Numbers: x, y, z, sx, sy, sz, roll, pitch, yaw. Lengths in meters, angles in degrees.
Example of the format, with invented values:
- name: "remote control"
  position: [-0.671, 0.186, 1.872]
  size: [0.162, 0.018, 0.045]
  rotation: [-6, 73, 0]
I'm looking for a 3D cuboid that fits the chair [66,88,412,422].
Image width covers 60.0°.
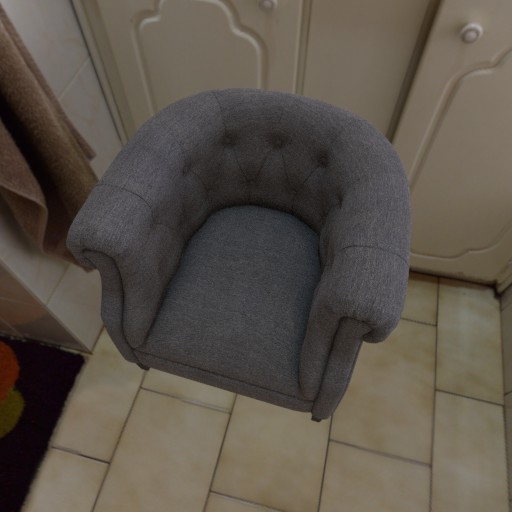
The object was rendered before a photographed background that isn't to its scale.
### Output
- name: "chair"
  position: [0.000, 0.000, 1.557]
  size: [0.905, 0.827, 0.852]
  rotation: [14, 59, 9]
